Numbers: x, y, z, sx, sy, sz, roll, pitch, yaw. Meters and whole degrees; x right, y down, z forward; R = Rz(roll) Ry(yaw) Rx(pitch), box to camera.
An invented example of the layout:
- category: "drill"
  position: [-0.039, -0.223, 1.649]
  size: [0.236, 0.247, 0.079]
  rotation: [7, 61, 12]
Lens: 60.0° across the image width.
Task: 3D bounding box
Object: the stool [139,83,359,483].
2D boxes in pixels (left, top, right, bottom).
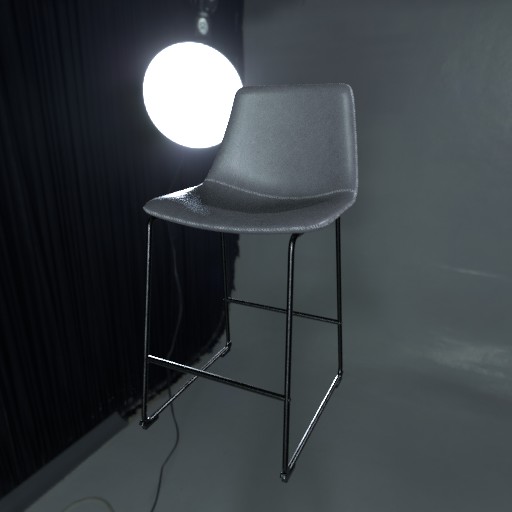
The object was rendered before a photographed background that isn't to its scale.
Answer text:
- category: "stool"
  position: [0.000, 0.000, 1.180]
  size: [0.470, 0.876, 0.546]
  rotation: [9, 20, 25]
